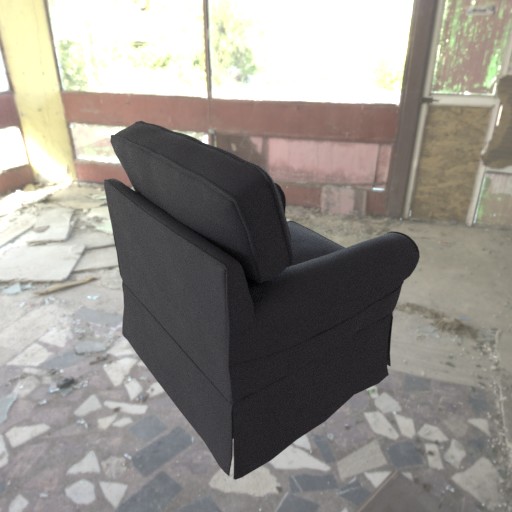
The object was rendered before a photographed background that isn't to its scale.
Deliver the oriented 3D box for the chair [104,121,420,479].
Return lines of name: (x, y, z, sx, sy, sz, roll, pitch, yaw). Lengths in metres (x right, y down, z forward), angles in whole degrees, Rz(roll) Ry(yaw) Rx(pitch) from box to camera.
chair: (0.000, 0.000, 1.998, 1.002, 1.140, 1.119, -17, 31, -31)
